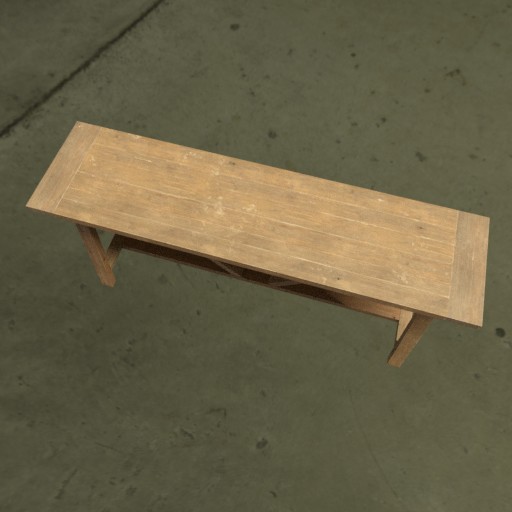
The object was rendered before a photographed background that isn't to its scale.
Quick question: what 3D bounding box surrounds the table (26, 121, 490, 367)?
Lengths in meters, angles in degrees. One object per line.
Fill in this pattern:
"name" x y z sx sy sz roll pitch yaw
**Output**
"table" 0.000 0.000 2.138 1.800 0.810 0.465 15 65 7
